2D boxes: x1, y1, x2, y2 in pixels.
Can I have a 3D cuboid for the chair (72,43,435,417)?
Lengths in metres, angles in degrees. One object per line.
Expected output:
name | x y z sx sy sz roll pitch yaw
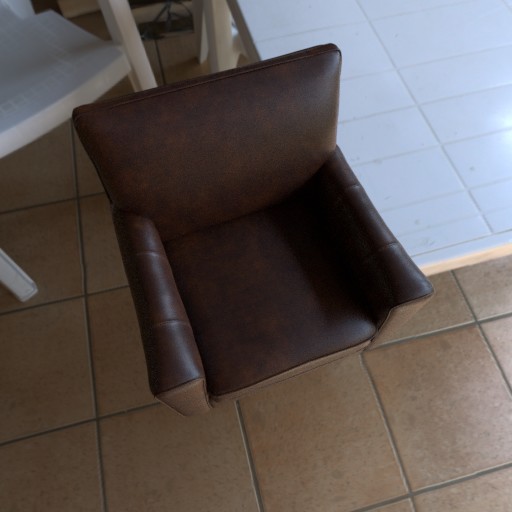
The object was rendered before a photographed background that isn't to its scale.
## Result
chair | 0.000 0.000 1.542 0.870 0.943 0.823 -18 64 -9
